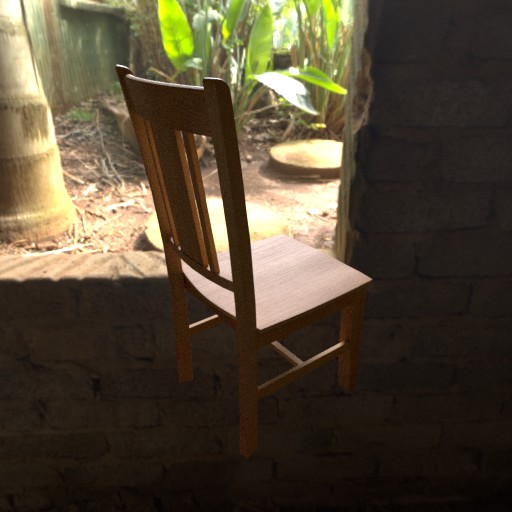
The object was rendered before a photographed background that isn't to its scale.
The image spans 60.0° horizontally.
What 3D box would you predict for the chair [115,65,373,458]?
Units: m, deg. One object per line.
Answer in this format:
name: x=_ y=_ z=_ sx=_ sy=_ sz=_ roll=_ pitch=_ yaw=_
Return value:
chair: x=0.000 y=0.000 z=1.262 sx=0.556 sy=0.998 sz=0.450 roll=-19 pitch=32 yaw=-32
